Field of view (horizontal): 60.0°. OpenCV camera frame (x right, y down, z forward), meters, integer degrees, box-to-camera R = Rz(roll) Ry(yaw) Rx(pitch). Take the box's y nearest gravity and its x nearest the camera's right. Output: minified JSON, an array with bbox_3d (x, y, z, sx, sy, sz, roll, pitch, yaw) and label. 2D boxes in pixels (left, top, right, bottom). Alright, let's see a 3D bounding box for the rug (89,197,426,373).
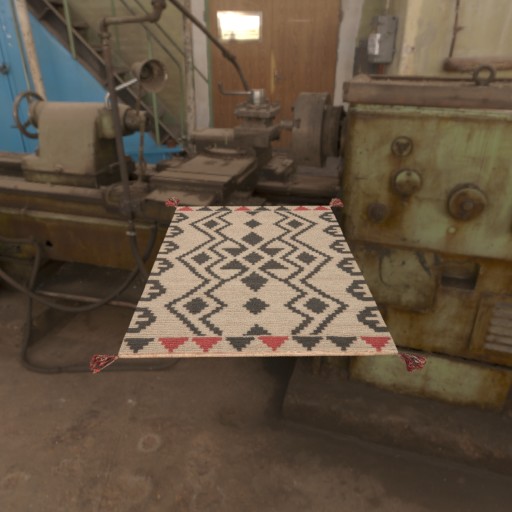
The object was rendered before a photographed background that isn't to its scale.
[{"bbox_3d":[0.000,0.000,2.727,1.444,0.067,2.069,0,27,-1],"label":"rug"}]
